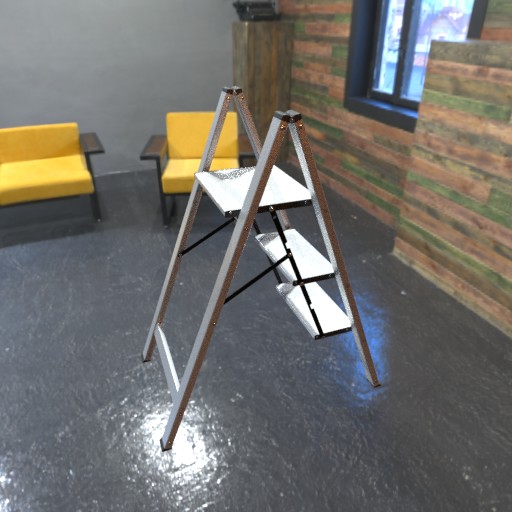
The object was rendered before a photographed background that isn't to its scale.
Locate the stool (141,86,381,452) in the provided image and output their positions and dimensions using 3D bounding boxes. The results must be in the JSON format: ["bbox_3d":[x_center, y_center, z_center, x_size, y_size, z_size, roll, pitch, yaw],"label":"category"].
[{"bbox_3d":[0.000,0.000,1.327,0.730,0.902,0.441,-10,30,-18],"label":"stool"}]
